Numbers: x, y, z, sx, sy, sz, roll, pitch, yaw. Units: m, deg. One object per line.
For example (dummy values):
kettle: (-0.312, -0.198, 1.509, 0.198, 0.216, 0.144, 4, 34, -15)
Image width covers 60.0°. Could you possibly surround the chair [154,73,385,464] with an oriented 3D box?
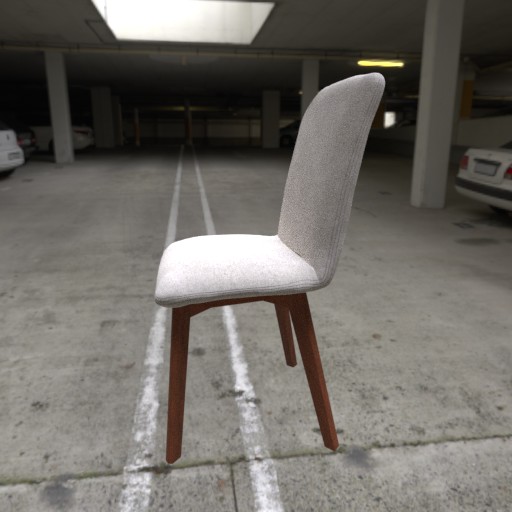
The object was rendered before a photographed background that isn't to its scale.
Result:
chair: (0.000, 0.000, 1.302, 0.563, 0.974, 0.522, -2, 14, -9)
